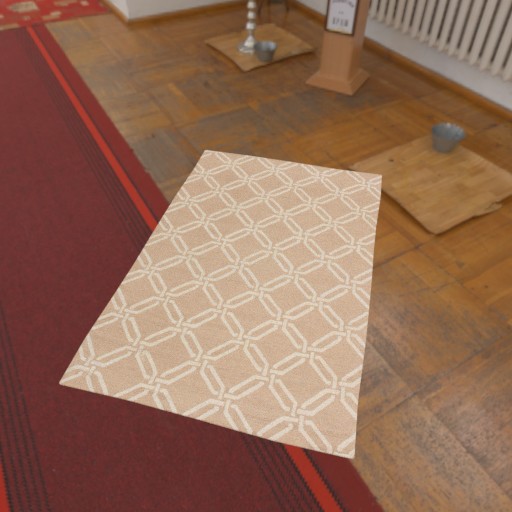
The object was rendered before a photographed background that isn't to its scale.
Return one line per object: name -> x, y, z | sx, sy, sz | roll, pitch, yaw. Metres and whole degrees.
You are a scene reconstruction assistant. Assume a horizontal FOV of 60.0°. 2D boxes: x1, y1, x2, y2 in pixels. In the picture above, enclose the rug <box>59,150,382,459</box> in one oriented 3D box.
rug -> 0.000, 0.000, 2.206 | 1.146, 0.010, 1.745 | 10, 46, 10
